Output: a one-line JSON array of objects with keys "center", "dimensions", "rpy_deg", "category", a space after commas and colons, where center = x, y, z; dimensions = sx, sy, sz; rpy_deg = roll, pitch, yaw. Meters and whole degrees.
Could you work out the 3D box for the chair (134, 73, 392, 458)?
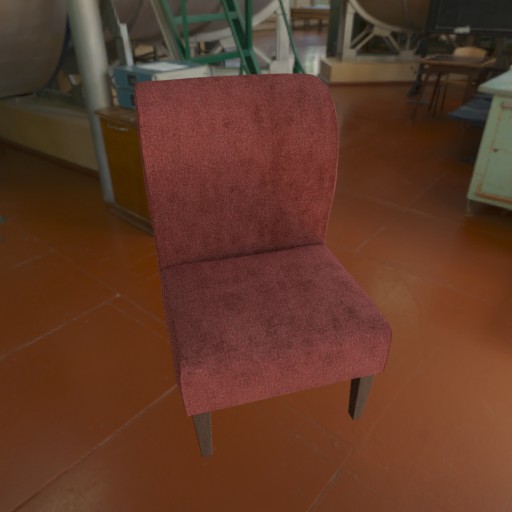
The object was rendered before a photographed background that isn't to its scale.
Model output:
[{"center": [0.000, 0.000, 1.232], "dimensions": [0.538, 0.846, 0.640], "rpy_deg": [-8, 33, -13], "category": "chair"}]
